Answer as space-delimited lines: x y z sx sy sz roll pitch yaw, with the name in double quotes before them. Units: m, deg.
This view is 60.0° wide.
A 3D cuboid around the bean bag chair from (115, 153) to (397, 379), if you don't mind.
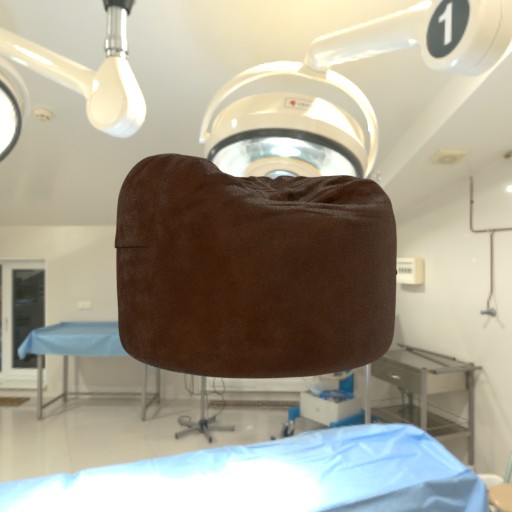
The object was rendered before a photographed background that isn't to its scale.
"bean bag chair" 0.000 0.000 1.510 0.918 0.616 0.918 0 0 0
